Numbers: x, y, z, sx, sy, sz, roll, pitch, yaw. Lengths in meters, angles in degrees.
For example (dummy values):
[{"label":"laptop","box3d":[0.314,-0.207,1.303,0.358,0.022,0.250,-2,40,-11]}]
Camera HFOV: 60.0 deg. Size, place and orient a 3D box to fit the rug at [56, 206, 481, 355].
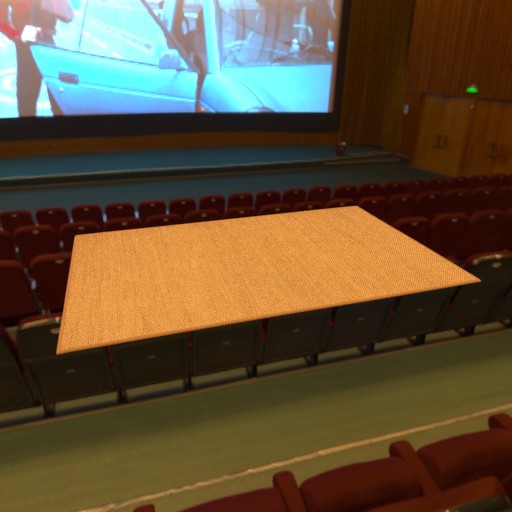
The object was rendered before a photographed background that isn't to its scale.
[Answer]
[{"label":"rug","box3d":[0.000,0.000,2.100,1.668,0.012,1.061,-7,26,-16]}]
